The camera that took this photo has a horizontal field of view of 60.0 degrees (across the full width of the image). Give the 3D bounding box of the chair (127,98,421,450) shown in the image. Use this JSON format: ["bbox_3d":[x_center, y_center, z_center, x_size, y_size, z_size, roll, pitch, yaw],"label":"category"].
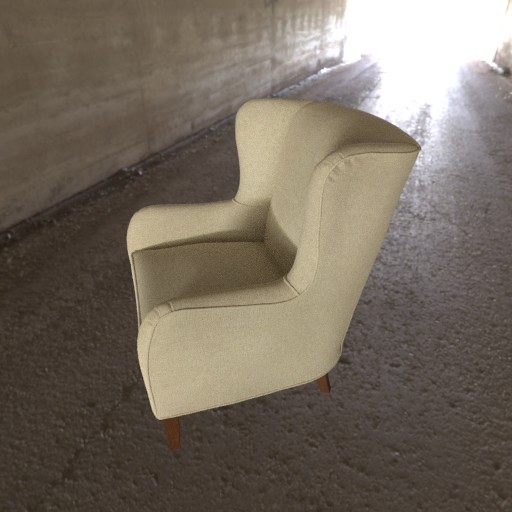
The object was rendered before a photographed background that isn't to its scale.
[{"bbox_3d":[0.000,0.000,1.734,0.966,1.040,0.838,-8,31,-14],"label":"chair"}]
